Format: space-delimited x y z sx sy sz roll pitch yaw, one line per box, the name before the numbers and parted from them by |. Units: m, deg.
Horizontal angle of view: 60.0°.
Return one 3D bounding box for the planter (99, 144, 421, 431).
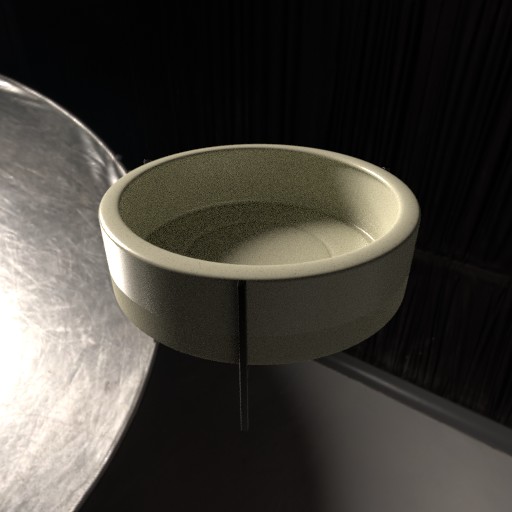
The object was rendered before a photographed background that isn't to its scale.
planter | 0.000 0.000 0.527 0.345 0.171 0.336 20 37 29
